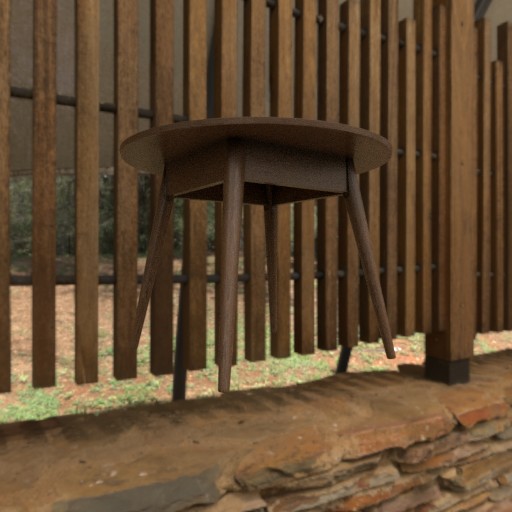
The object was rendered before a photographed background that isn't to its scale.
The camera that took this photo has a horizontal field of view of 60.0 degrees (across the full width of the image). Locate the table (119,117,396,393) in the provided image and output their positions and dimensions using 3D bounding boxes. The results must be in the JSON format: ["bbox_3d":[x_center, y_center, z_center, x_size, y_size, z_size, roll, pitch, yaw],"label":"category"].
[{"bbox_3d":[0.000,0.000,1.784,1.053,0.786,1.053,0,0,0],"label":"table"}]
